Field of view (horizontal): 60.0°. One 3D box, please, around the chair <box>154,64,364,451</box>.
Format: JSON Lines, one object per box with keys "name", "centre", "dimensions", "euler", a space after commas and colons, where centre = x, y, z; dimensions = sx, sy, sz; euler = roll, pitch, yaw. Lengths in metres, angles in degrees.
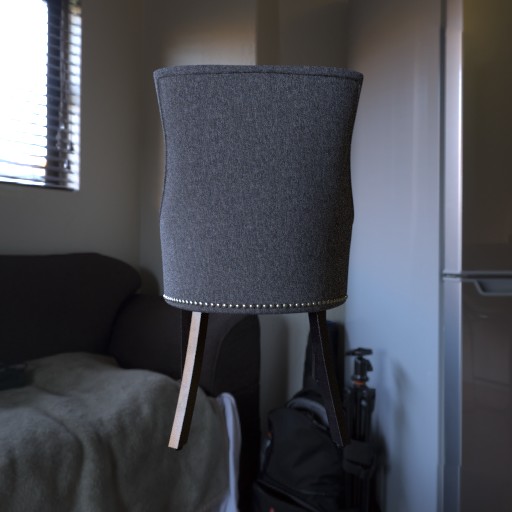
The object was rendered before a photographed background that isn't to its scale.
{"name": "chair", "centre": [0.000, 0.000, 1.316], "dimensions": [0.566, 0.909, 0.629], "euler": [0, 1, -2]}
